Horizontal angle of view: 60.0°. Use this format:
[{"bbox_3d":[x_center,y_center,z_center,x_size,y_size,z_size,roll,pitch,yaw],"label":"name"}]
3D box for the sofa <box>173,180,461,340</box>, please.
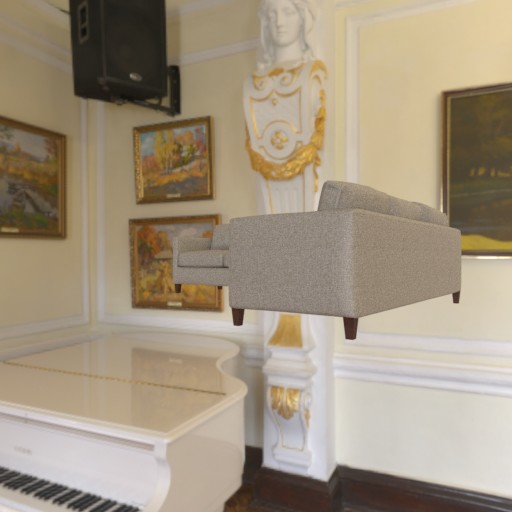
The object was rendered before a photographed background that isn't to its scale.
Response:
[{"bbox_3d":[0.000,0.000,4.435,3.302,0.947,2.593,0,0,37],"label":"sofa"}]
